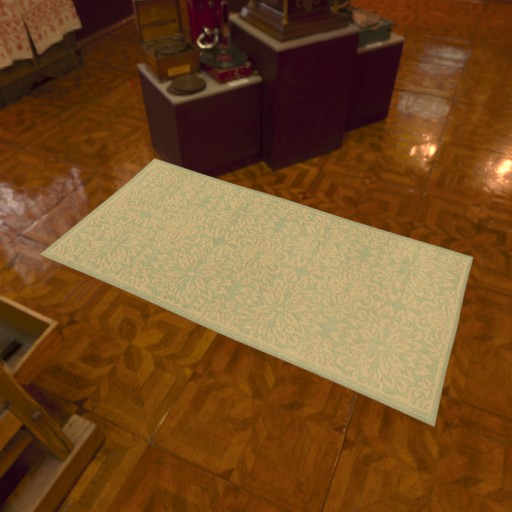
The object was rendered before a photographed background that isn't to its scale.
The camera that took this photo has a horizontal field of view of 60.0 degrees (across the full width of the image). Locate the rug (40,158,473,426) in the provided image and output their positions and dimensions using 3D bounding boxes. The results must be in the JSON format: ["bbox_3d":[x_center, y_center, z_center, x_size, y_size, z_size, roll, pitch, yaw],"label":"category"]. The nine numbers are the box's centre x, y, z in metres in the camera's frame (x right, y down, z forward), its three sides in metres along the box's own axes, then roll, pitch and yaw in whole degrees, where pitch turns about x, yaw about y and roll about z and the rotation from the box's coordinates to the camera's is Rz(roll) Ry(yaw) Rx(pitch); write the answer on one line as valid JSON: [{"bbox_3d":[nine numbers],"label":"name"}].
[{"bbox_3d":[0.000,0.000,1.390,1.219,0.007,0.604,20,49,18],"label":"rug"}]
